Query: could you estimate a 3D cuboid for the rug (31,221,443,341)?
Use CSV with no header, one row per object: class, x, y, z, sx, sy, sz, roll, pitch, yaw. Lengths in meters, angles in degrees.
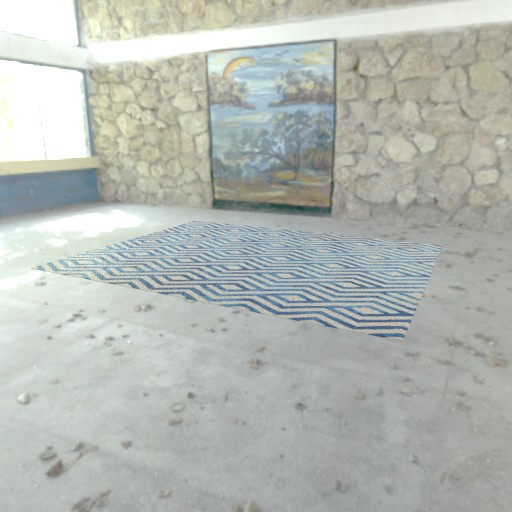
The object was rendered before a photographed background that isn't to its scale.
rug,0.000,0.000,4.161,3.059,0.008,2.453,8,17,26
